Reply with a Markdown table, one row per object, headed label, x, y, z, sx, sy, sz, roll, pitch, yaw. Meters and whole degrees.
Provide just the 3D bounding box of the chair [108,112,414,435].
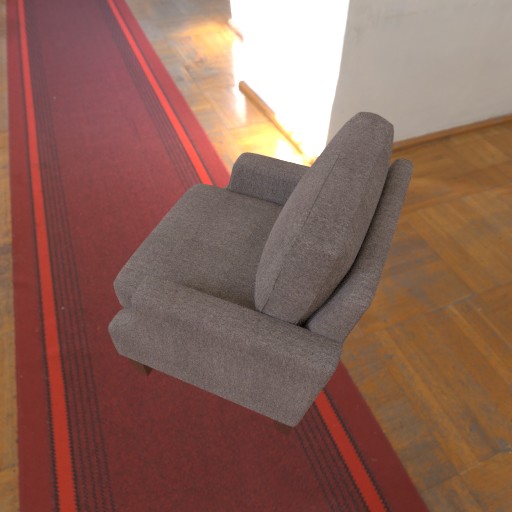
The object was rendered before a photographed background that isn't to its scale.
| label | x | y | z | sx | sy | sz | roll | pitch | yaw |
| --- | --- | --- | --- | --- | --- | --- | --- | --- | --- |
| chair | 0.000 | 0.000 | 1.657 | 0.897 | 0.993 | 0.855 | 17 | 50 | 15 |
